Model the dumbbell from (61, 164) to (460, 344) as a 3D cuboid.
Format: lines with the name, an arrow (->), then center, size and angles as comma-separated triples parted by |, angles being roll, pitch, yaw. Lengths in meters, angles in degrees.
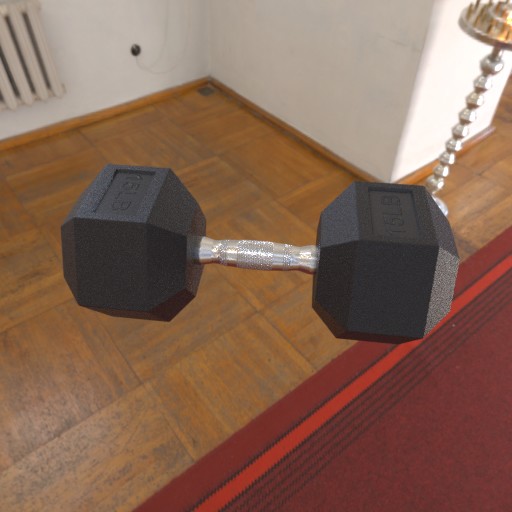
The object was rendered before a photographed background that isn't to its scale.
dumbbell -> 0.000, 0.000, 0.335 | 0.271, 0.106, 0.122 | 5, 46, 5
